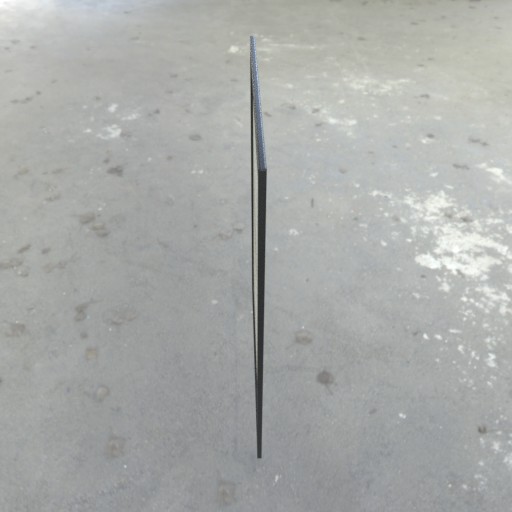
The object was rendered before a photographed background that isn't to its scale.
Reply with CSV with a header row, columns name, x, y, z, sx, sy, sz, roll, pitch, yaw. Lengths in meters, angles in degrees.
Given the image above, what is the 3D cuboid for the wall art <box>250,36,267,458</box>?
name,x,y,z,sx,sy,sz,roll,pitch,yaw
wall art,0.000,0.000,1.254,0.013,0.967,0.707,-1,41,-1
